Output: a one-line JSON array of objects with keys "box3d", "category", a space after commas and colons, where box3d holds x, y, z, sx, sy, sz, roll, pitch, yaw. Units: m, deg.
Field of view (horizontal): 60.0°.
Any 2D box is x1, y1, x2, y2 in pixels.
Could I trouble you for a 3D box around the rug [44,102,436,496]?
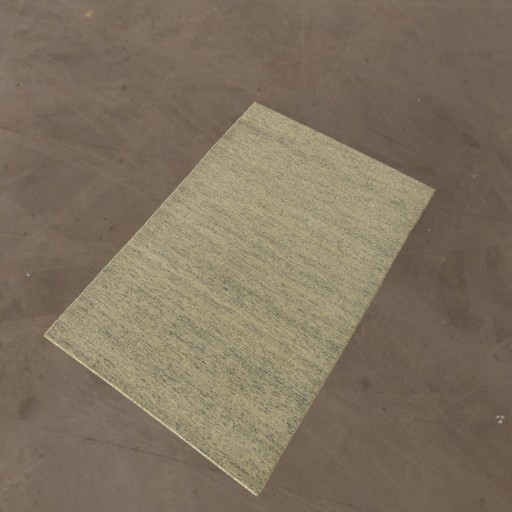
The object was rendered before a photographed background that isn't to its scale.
[{"box3d": [0.000, 0.000, 2.326, 1.243, 0.014, 1.846, 31, 67, 15], "category": "rug"}]
